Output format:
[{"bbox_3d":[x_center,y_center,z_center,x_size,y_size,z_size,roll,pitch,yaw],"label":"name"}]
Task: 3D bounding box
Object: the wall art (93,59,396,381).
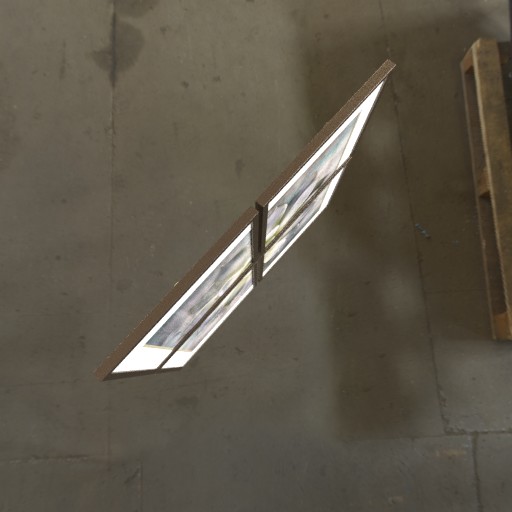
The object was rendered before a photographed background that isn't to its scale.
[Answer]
[{"bbox_3d":[0.000,0.000,1.536,0.030,1.032,1.032,41,80,9],"label":"wall art"}]
